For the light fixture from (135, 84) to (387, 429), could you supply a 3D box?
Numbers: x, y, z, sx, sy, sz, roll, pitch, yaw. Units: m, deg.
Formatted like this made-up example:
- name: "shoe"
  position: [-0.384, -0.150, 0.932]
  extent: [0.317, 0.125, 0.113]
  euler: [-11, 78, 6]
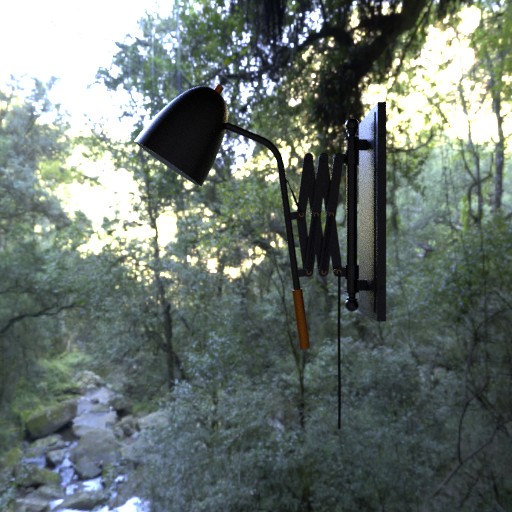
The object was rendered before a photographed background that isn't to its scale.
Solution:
- name: "light fixture"
  position: [0.000, 0.000, 0.925]
  extent: [0.499, 0.715, 0.162]
  euler: [0, 0, 0]
